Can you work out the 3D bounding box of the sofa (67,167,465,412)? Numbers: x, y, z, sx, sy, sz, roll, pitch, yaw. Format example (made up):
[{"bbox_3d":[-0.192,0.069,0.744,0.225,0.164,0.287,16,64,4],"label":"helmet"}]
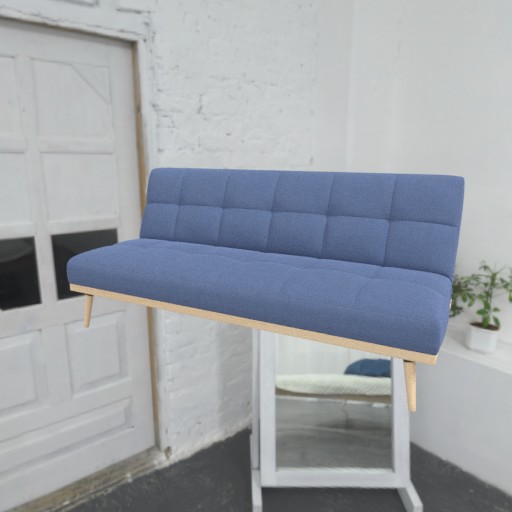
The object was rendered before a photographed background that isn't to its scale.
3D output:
[{"bbox_3d":[0.000,0.000,2.185,1.800,0.800,0.796,7,15,27],"label":"sofa"}]
